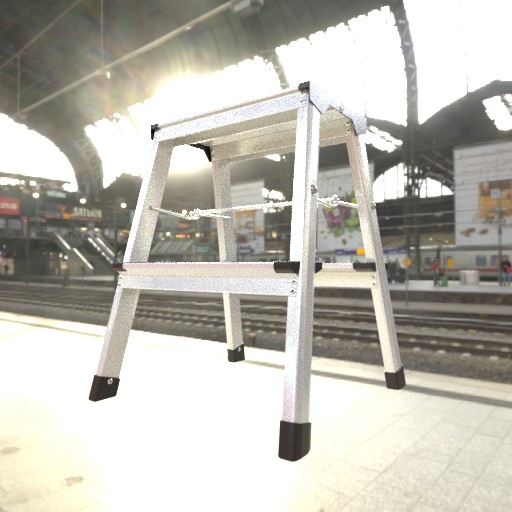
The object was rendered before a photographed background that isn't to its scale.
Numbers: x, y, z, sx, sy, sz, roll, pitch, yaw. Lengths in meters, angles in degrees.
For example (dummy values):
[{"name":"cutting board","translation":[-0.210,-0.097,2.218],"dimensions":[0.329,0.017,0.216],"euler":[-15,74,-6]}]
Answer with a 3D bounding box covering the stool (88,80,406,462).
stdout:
[{"name":"stool","translation":[0.000,0.000,0.786],"dimensions":[0.404,0.480,0.405],"euler":[-1,-2,36]}]
